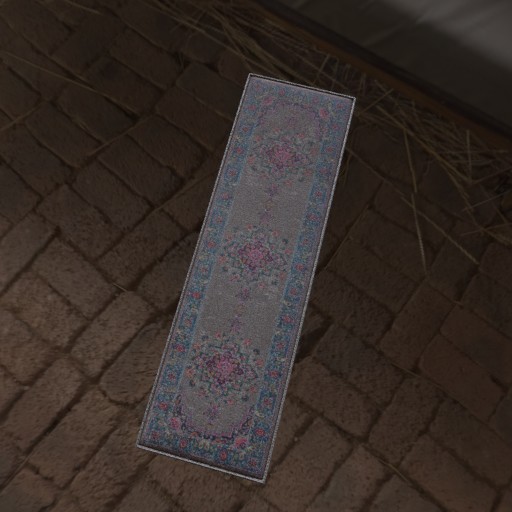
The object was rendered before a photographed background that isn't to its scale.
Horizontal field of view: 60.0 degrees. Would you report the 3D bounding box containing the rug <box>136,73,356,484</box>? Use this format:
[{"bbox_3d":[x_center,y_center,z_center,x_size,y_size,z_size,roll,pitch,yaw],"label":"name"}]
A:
[{"bbox_3d":[0.000,0.000,2.021,0.553,0.012,1.827,14,77,3],"label":"rug"}]
